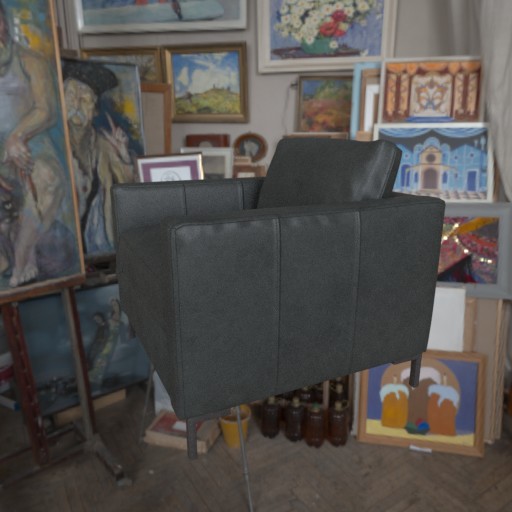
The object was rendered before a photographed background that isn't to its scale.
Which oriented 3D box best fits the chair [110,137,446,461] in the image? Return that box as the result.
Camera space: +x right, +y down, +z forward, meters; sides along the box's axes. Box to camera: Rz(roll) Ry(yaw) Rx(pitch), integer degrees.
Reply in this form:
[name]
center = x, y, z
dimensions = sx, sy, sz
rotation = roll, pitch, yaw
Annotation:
[chair]
center = 0.000, 0.000, 1.526
dimensions = 0.861, 0.824, 0.967
rotation = -7, 17, -25
